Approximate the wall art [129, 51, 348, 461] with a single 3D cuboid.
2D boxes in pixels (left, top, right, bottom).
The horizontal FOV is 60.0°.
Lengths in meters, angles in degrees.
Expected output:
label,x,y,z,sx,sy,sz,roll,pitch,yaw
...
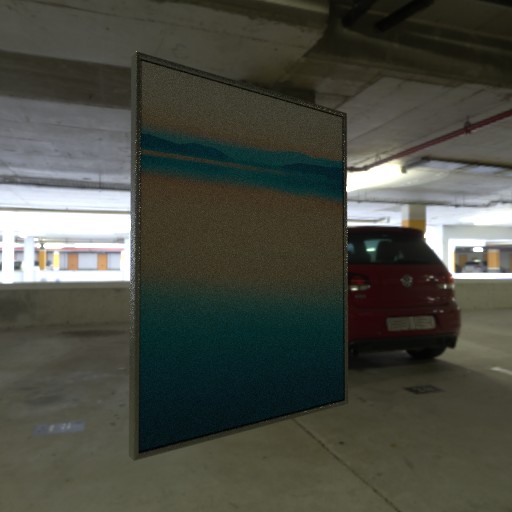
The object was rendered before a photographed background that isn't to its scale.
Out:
label,x,y,z,sx,sy,sz,roll,pitch,yaw
wall art,0.000,0.000,1.396,0.801,1.062,0.037,1,-2,-36
